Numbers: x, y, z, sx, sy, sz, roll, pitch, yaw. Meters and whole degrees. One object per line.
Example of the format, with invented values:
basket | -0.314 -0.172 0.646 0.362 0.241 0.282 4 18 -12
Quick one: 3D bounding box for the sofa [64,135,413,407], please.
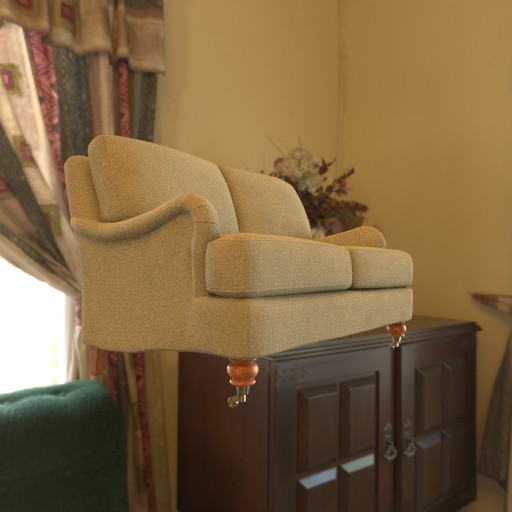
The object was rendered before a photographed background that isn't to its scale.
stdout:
sofa | 0.000 0.000 2.166 1.087 0.999 1.480 -2 -2 38
